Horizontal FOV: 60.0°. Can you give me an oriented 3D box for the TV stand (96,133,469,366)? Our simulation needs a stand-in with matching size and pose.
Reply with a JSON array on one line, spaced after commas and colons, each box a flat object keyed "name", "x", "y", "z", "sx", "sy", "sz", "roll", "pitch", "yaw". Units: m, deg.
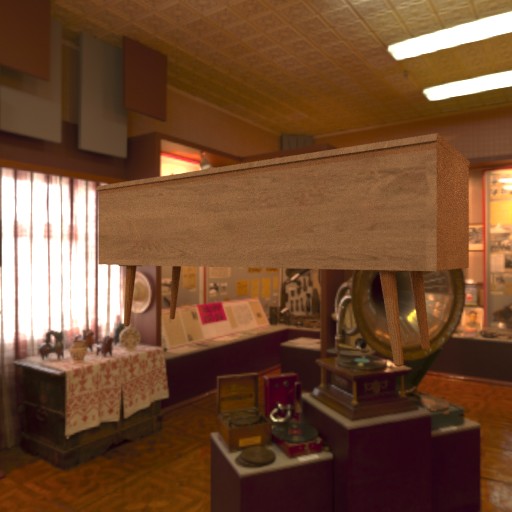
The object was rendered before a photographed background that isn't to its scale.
[{"name": "TV stand", "x": 0.000, "y": 0.000, "z": 1.563, "sx": 1.313, "sy": 0.565, "sz": 0.401, "roll": 0, "pitch": 0, "yaw": 36}]
